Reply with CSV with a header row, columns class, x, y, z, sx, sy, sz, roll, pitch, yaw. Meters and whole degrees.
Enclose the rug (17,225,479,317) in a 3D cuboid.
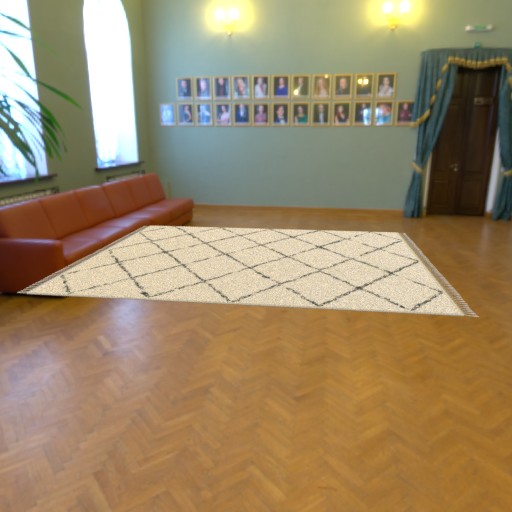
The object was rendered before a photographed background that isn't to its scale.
class,x,y,z,sx,sy,sz,roll,pitch,yaw
rug,0.000,0.000,4.018,3.051,0.013,2.380,2,15,8
